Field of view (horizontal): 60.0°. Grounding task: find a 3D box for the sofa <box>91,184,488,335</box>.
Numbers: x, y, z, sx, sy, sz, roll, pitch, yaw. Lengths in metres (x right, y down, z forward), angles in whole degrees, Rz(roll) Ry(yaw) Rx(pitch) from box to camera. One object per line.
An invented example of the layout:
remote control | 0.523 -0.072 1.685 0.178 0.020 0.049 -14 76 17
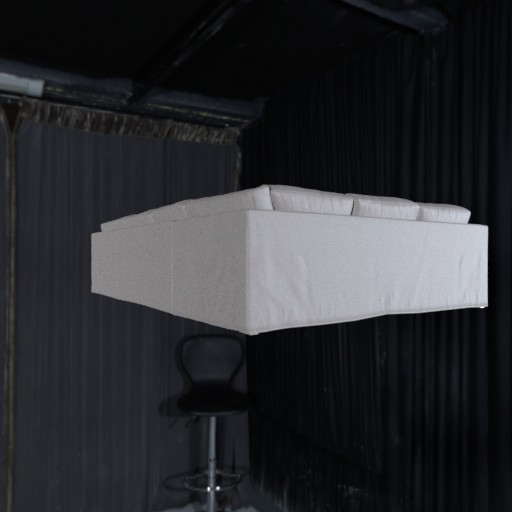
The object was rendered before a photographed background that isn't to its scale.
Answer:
sofa | 0.000 0.000 4.499 2.427 0.882 3.460 0 0 -34
